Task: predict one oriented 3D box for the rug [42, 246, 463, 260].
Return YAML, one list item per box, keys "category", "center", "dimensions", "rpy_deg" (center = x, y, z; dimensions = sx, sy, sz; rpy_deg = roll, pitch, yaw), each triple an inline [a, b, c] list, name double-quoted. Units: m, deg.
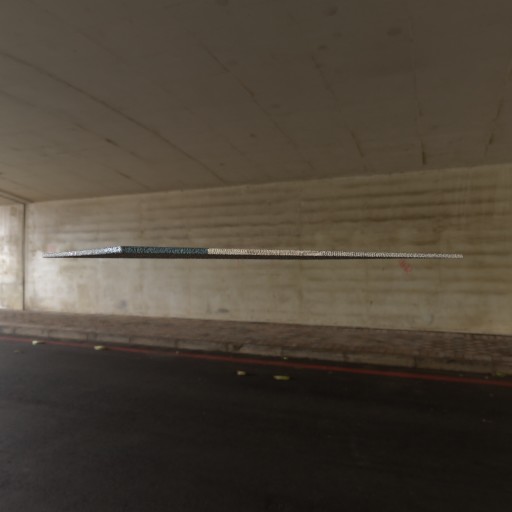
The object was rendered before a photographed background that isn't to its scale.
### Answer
- category: "rug"
  center: [0.000, 0.000, 2.330]
  dimensions: [1.847, 0.020, 1.238]
  rpy_deg: [1, -1, -36]
